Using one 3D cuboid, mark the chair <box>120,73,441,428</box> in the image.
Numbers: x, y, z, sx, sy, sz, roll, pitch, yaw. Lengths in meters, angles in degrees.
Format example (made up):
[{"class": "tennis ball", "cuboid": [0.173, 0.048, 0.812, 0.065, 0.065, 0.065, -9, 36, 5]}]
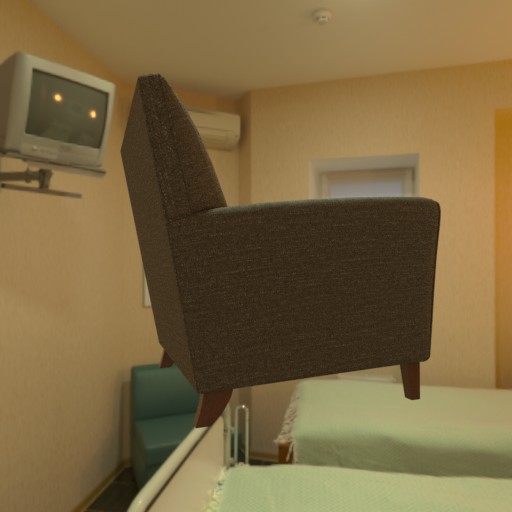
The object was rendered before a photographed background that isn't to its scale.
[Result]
[{"class": "chair", "cuboid": [0.000, 0.000, 1.557, 0.875, 0.885, 0.838, 0, 0, -20]}]
